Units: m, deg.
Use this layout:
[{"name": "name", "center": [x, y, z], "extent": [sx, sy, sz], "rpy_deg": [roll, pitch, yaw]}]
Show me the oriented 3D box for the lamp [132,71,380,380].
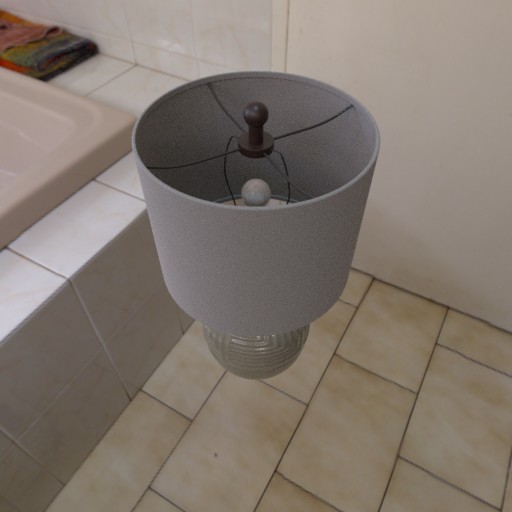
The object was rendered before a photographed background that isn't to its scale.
[{"name": "lamp", "center": [0.000, 0.000, 0.760], "extent": [0.318, 0.567, 0.318], "rpy_deg": [0, 48, 0]}]
